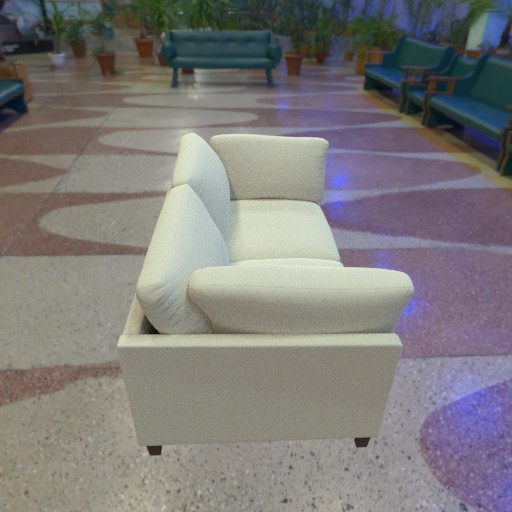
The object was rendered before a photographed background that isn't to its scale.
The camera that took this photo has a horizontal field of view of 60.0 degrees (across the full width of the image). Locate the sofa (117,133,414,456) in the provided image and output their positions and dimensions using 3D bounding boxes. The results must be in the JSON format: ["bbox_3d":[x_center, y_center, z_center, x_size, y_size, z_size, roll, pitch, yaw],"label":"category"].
[{"bbox_3d":[0.000,0.000,2.267,0.970,0.836,1.776,-1,32,-2],"label":"sofa"}]
